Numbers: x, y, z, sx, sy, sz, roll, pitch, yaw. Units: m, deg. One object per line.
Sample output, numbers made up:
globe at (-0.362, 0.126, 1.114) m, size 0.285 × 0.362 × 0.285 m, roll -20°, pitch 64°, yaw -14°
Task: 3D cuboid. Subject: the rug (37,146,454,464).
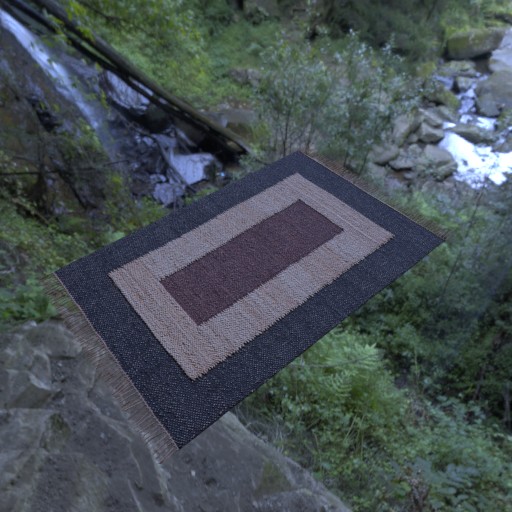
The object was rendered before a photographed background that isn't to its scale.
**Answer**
rug at (0.000, 0.000, 2.464) m, size 2.021 × 0.027 × 1.224 m, roll -31°, pitch 54°, yaw -26°
